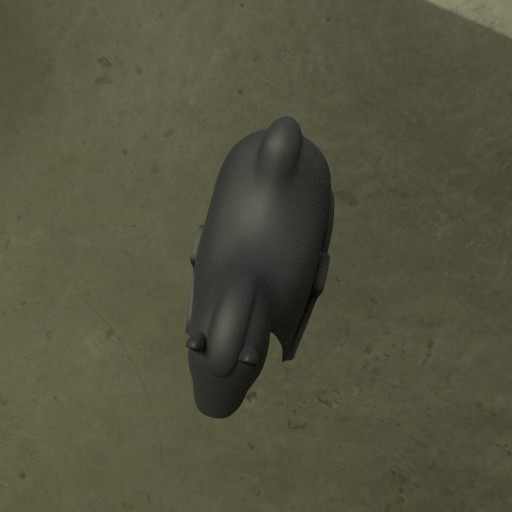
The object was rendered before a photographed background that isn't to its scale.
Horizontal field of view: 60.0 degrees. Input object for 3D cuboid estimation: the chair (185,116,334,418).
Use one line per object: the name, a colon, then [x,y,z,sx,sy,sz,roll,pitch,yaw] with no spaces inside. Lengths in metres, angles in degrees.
chair: [0.000,0.000,1.161,0.429,0.612,0.800,13,76,3]
